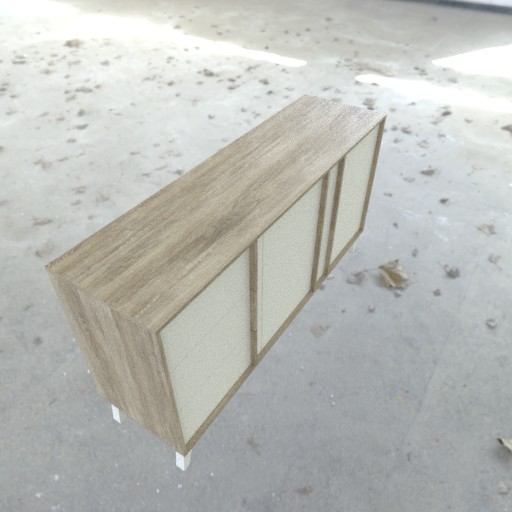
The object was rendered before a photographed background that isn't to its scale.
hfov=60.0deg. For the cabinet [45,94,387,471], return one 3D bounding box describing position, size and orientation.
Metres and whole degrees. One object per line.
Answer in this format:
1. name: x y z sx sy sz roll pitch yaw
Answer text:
1. cabinet: 0.000 0.000 2.017 0.450 0.870 1.600 24 47 25
